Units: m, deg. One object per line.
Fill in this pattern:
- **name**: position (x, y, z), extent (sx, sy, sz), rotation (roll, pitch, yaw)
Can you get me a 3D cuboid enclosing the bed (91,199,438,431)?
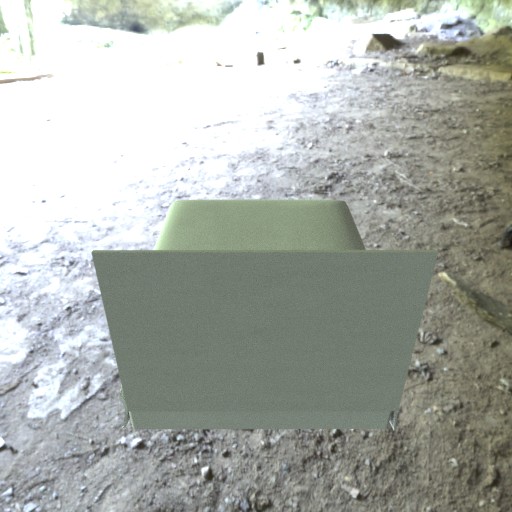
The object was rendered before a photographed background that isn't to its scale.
- **bed**: position (0.000, 0.000, 3.286), extent (1.745, 1.335, 2.094), rotation (0, 32, 0)
